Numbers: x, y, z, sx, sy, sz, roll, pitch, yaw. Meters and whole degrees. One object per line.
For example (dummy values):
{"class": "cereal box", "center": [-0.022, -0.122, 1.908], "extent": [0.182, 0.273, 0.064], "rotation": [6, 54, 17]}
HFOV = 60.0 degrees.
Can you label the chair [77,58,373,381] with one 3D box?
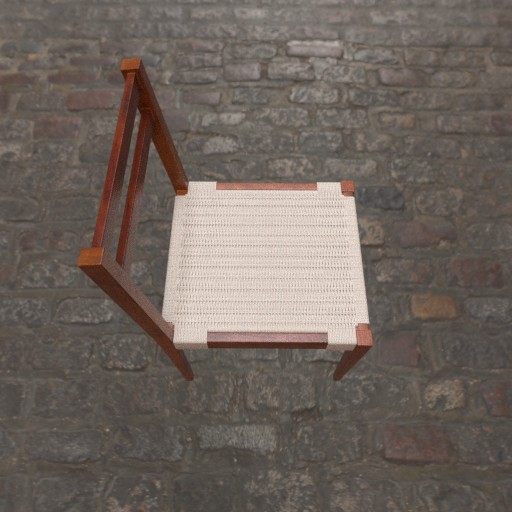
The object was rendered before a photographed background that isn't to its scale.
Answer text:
{"class": "chair", "center": [0.000, 0.000, 1.193], "extent": [0.569, 0.851, 0.495], "rotation": [0, 62, 0]}
